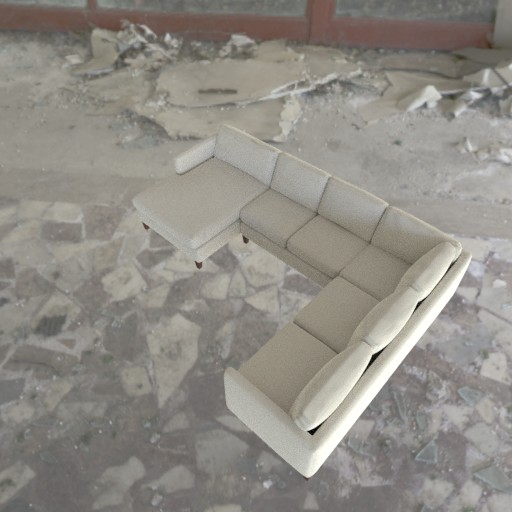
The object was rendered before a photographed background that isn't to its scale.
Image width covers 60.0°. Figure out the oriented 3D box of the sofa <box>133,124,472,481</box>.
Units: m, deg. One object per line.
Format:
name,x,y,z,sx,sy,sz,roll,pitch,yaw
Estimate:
sofa,0.000,0.000,4.644,3.459,0.956,2.593,34,55,27
